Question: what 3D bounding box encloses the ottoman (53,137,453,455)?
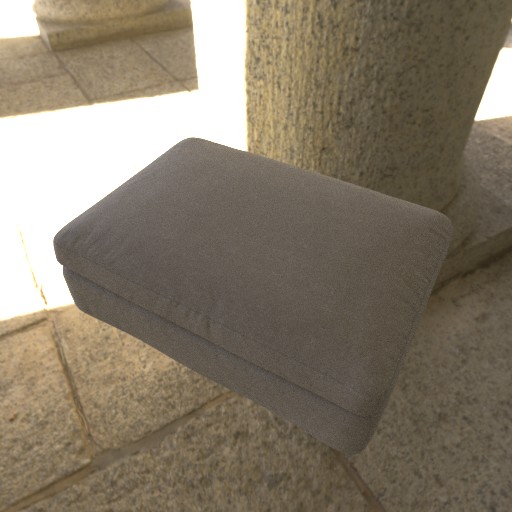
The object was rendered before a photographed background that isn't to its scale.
[{"bbox_3d":[0.000,0.000,1.618,1.199,0.429,0.840,22,48,21],"label":"ottoman"}]
